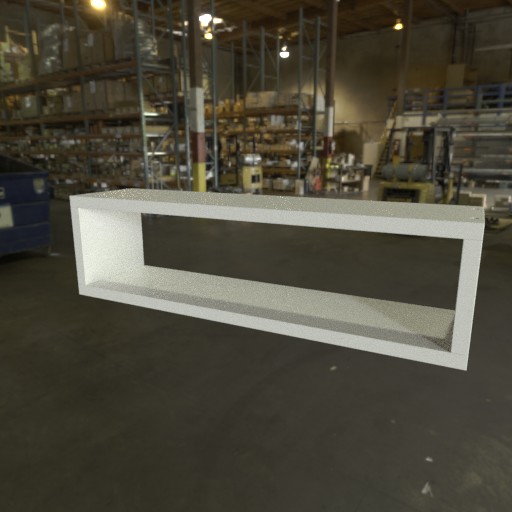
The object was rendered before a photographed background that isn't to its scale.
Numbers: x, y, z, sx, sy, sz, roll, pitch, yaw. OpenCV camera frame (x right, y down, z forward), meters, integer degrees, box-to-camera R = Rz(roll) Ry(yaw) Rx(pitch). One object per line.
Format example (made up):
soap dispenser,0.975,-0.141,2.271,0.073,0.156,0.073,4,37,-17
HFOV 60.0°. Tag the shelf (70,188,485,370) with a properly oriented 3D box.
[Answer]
shelf,0.000,0.000,0.682,0.610,0.170,0.150,7,15,25
